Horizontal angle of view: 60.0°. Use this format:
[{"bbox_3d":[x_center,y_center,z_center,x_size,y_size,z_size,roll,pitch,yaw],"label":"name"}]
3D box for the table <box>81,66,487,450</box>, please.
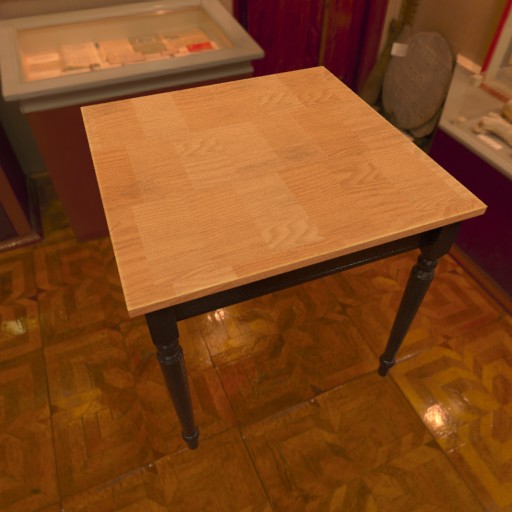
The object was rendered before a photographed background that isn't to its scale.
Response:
[{"bbox_3d":[0.000,0.000,1.337,0.747,0.738,0.747,-16,48,-15],"label":"table"}]
